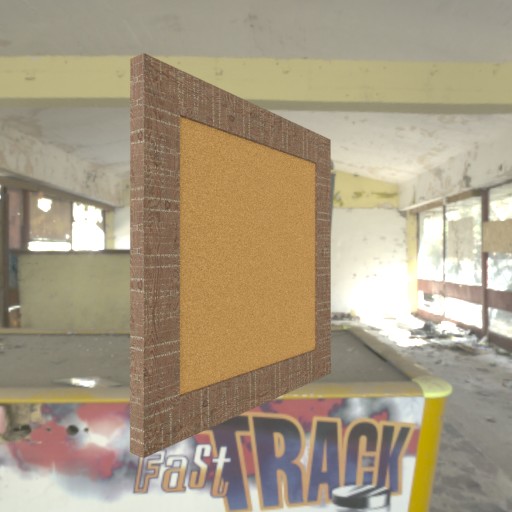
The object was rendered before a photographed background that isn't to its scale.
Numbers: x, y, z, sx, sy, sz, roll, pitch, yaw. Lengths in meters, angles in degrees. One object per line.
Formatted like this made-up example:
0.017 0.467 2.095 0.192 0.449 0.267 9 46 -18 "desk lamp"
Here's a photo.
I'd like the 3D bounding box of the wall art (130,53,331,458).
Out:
0.000 0.000 0.802 0.029 0.531 0.531 0 0 37 "wall art"
